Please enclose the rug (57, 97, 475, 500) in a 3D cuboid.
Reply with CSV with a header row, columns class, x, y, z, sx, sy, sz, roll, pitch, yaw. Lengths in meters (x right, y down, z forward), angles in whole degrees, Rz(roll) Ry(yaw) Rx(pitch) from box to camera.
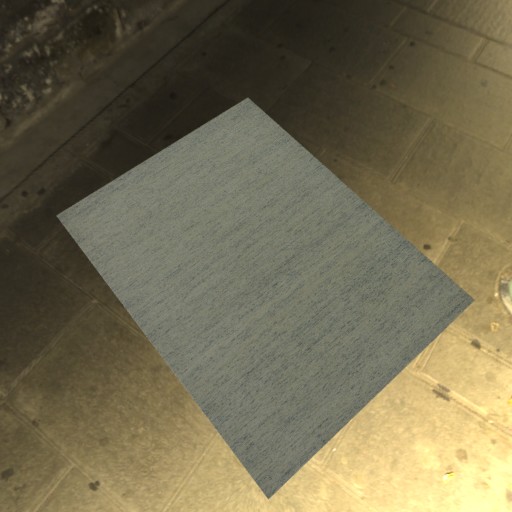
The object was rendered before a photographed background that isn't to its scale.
class,x,y,z,sx,sy,sz,roll,pitch,yaw
rug,0.000,0.000,4.163,2.438,0.006,3.197,-37,69,-16
